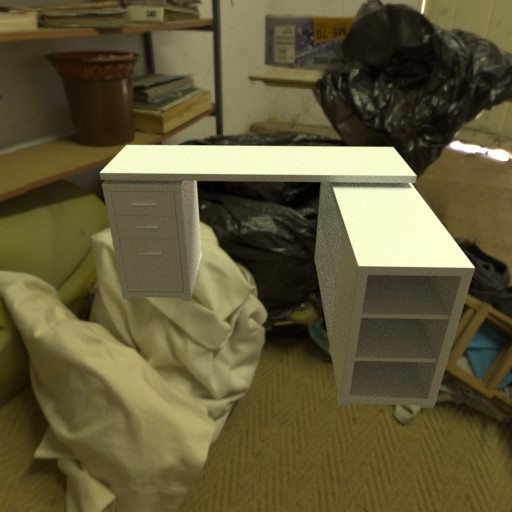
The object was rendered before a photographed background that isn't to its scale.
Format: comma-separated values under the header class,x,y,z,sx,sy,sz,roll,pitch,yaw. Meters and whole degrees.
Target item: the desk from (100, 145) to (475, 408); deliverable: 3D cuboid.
class,x,y,z,sx,sy,sz,roll,pitch,yaw
desk,0.000,0.000,2.202,1.524,0.753,1.200,1,30,1
